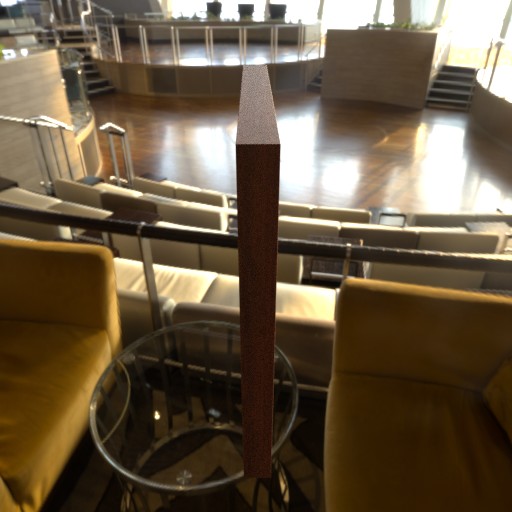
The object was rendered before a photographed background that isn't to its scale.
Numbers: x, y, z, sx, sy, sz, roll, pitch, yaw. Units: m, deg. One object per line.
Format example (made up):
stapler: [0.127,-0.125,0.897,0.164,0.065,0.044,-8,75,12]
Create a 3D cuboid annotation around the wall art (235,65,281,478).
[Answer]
wall art: [0.000,0.000,0.538,0.030,0.381,0.330,0,32,0]
